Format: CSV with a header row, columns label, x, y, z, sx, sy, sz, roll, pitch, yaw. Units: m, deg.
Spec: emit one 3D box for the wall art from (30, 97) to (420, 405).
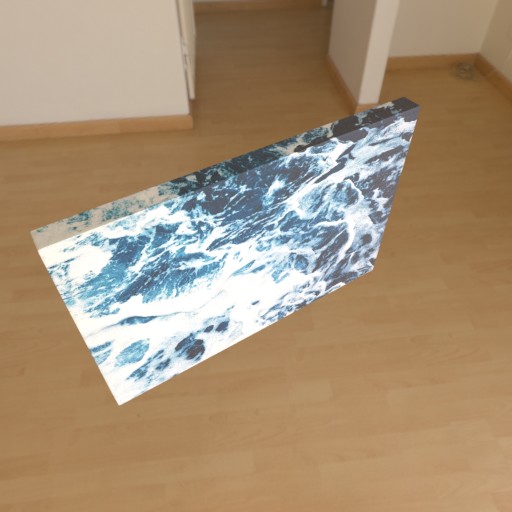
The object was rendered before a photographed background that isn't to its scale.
label,x,y,z,sx,sy,sz,roll,pitch,yaw
wall art,0.000,0.000,0.770,0.609,0.407,0.043,-25,52,-21
